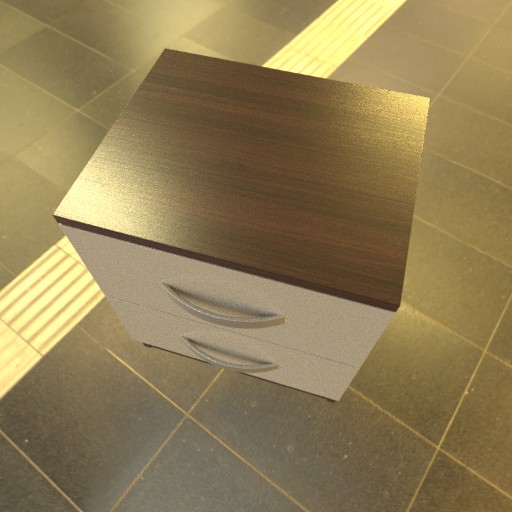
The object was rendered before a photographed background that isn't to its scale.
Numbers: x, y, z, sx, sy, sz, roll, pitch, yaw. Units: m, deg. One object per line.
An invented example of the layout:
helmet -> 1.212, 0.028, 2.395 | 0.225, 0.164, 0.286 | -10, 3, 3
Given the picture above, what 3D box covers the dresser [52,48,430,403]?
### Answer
dresser -> 0.000, 0.000, 0.759 | 0.400, 0.470, 0.360 | 14, 59, 9
